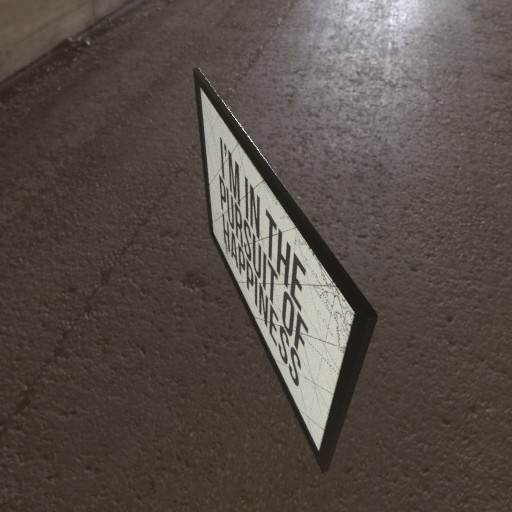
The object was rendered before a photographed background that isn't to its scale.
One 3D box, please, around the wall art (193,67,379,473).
[{"bbox_3d":[0.000,0.000,1.024,0.015,0.552,0.819,-16,47,-15],"label":"wall art"}]
